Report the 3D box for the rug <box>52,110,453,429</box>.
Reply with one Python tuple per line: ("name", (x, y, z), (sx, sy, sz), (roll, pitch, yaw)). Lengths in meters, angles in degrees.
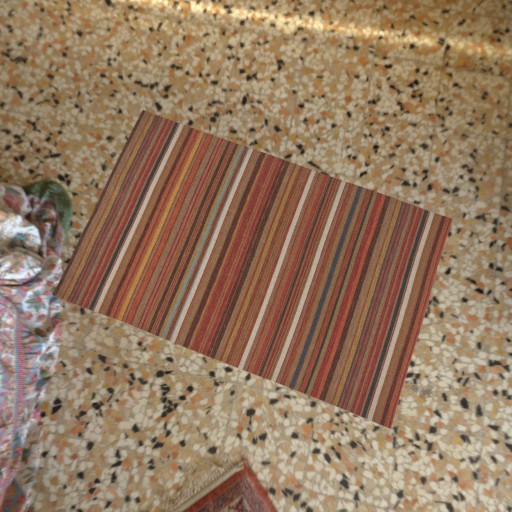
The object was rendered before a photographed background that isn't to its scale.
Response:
("rug", (0.000, 0.000, 3.110), (2.438, 0.008, 1.523), (20, 77, 5))
